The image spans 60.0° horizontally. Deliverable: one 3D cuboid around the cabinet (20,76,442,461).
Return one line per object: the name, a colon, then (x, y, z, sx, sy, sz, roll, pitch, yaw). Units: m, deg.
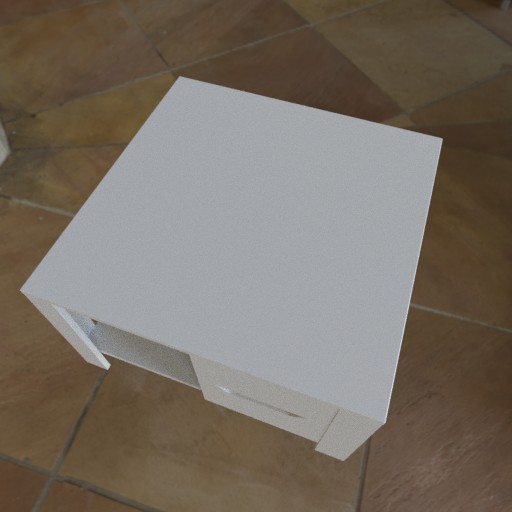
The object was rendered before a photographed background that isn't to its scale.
cabinet: (0.000, 0.000, 1.284, 0.800, 0.460, 0.800, 17, 59, 11)
